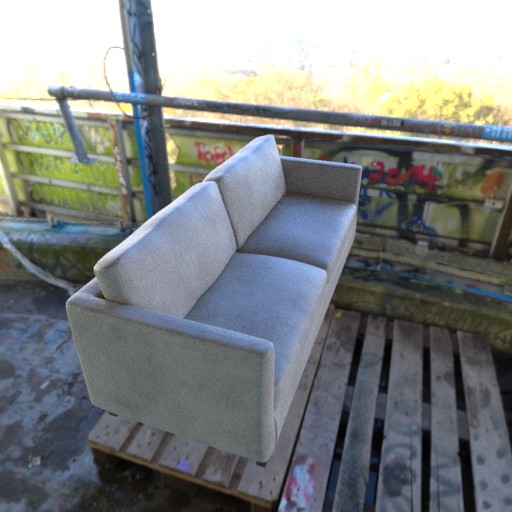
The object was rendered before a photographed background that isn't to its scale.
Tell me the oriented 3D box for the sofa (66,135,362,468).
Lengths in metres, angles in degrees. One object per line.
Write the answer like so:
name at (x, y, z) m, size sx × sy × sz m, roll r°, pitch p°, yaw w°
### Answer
sofa at (0.000, 0.000, 2.741) m, size 0.951 × 0.965 × 2.208 m, roll 11°, pitch 32°, yaw 17°
